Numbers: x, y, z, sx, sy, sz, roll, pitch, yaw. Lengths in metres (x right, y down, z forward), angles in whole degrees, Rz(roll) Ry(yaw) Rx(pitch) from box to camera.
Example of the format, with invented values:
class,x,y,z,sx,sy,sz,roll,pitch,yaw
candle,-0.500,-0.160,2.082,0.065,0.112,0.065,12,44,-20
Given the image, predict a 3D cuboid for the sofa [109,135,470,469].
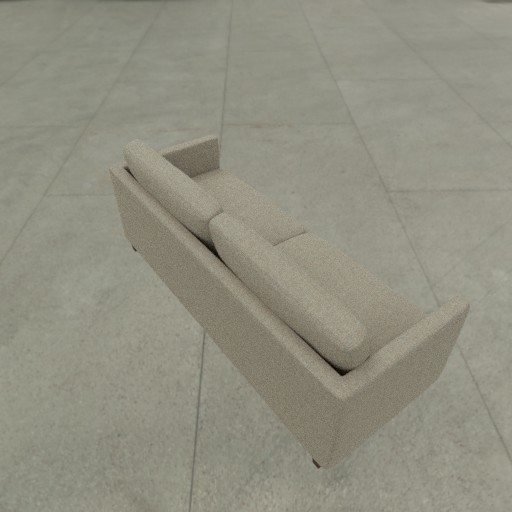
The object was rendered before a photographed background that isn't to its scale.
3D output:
class,x,y,z,sx,sy,sz,roll,pitch,yaw
sofa,0.000,0.000,2.906,0.951,0.965,2.434,-26,47,-27
